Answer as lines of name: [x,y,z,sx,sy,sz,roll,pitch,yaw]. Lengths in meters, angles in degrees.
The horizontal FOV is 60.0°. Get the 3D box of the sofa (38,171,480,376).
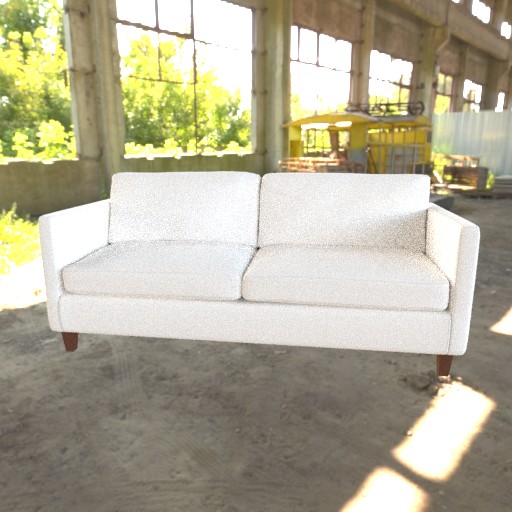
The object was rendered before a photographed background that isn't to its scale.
sofa: [0.000,0.000,2.557,2.139,0.933,0.924,2,14,8]
